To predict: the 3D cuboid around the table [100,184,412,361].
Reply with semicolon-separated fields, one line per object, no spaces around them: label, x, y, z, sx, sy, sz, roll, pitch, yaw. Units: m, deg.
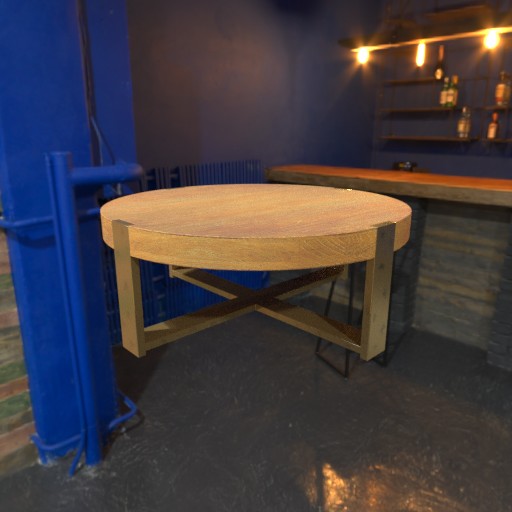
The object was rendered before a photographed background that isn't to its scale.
table;0.000;0.000;1.717;1.100;0.420;1.100;0;16;0
